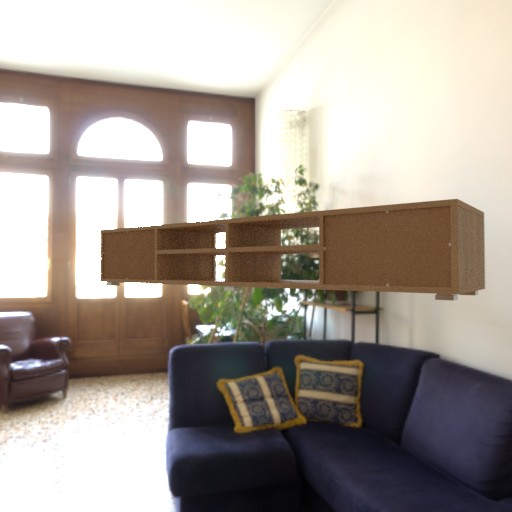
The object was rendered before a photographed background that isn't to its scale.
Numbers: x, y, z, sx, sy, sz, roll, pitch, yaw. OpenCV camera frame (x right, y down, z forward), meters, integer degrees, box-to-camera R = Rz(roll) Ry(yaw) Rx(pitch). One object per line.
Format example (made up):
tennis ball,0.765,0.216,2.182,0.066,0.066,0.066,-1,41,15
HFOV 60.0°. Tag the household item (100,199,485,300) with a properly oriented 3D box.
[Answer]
household item,0.000,0.000,2.065,1.850,0.310,0.420,-1,-2,37
